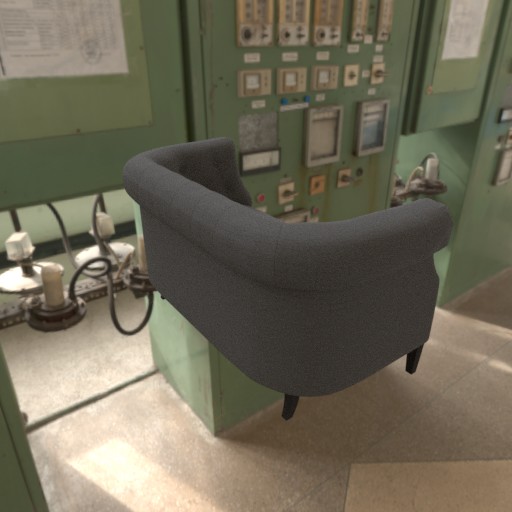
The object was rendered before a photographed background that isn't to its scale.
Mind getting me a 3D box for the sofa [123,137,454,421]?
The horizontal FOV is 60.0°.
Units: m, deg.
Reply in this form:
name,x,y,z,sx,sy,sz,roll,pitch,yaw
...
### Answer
name,x,y,z,sx,sy,sz,roll,pitch,yaw
sofa,0.000,0.000,2.088,0.835,0.827,1.558,-18,32,-32
